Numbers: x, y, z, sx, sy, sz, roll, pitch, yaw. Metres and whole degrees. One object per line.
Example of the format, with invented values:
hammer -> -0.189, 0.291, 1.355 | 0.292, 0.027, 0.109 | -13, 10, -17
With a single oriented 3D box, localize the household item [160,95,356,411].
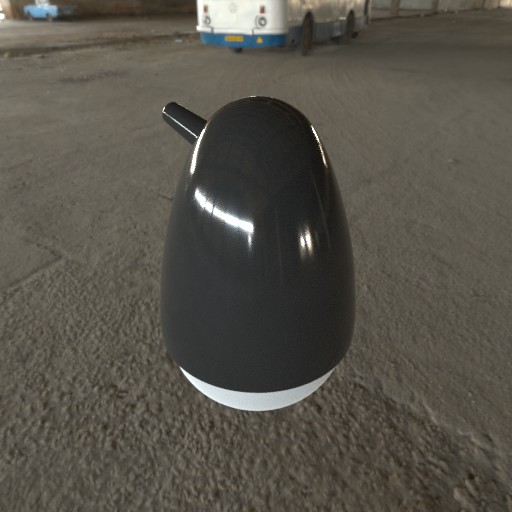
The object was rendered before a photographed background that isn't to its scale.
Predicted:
household item -> 0.000, 0.000, 0.220 | 0.104, 0.152, 0.102 | 19, 36, 29
